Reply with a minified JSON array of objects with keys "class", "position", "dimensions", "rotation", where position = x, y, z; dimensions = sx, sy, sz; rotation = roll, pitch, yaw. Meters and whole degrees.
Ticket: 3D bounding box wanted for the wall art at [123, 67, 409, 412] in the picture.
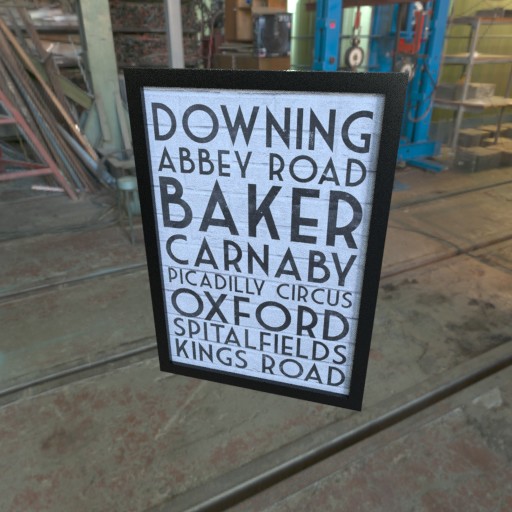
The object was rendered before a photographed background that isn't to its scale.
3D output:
[{"class":"wall art","position":[0.000,0.000,0.846],"dimensions":[0.462,0.656,0.019],"rotation":[7,27,14]}]
